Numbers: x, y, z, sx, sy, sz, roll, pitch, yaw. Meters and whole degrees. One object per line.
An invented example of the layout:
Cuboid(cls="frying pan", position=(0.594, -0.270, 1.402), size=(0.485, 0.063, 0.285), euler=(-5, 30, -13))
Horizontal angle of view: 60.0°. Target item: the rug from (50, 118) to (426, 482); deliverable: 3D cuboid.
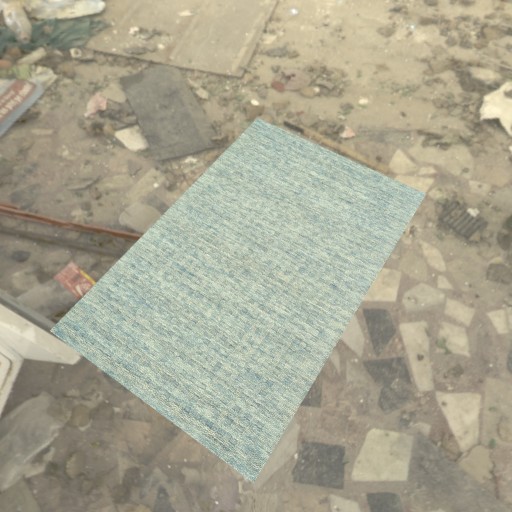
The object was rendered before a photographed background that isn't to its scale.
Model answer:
Cuboid(cls="rug", position=(0.000, 0.000, 2.288), size=(1.142, 0.006, 1.752), euler=(29, 62, 17))
